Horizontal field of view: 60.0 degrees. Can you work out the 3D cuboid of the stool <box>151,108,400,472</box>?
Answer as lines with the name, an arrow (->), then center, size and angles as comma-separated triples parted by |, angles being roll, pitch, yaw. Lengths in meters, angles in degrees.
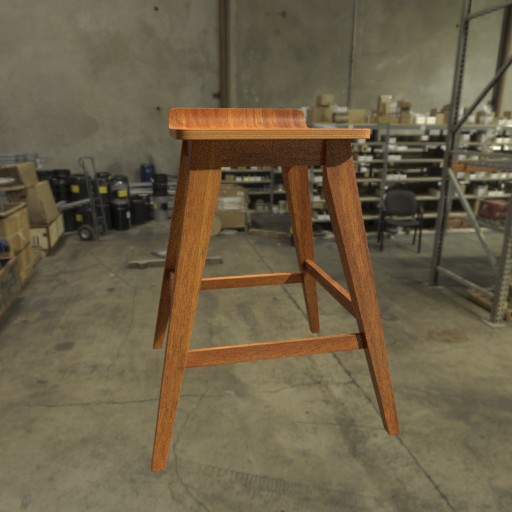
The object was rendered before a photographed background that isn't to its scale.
stool -> 0.000, 0.000, 1.005 | 0.500, 0.650, 0.500 | -3, 17, -12
